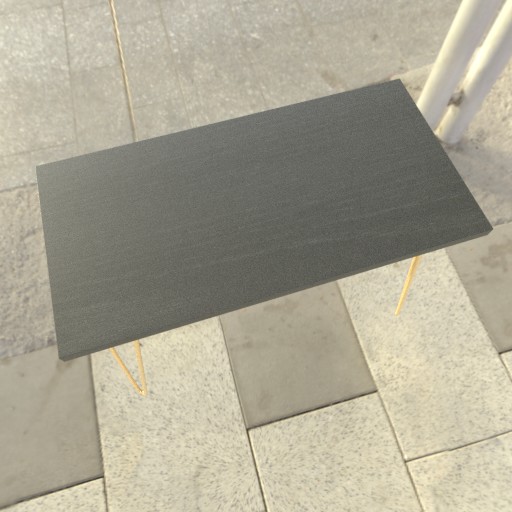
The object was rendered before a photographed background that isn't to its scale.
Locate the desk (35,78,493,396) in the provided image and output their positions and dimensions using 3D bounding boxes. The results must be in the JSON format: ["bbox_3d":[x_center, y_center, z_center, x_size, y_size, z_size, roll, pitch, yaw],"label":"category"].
[{"bbox_3d":[0.000,0.000,1.357,0.991,0.660,0.499,-16,66,-7],"label":"desk"}]
